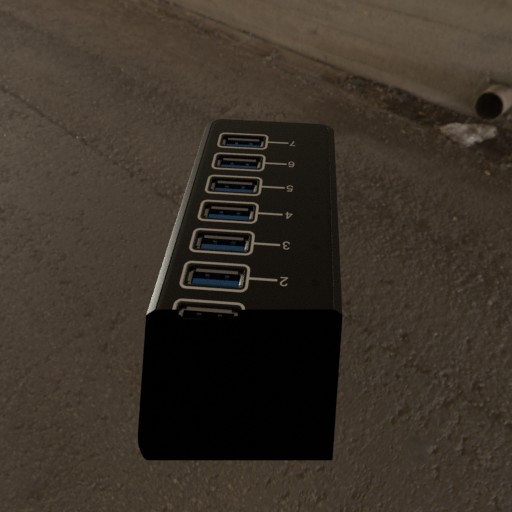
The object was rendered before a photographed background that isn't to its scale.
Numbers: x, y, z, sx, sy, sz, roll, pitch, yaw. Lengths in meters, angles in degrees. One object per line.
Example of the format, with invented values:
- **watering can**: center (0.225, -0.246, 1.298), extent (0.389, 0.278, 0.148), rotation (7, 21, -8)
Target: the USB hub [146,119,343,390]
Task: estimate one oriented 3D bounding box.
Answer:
- **USB hub**: center (0.000, 0.000, 0.127), extent (0.044, 0.023, 0.110), rotation (4, 48, 4)
